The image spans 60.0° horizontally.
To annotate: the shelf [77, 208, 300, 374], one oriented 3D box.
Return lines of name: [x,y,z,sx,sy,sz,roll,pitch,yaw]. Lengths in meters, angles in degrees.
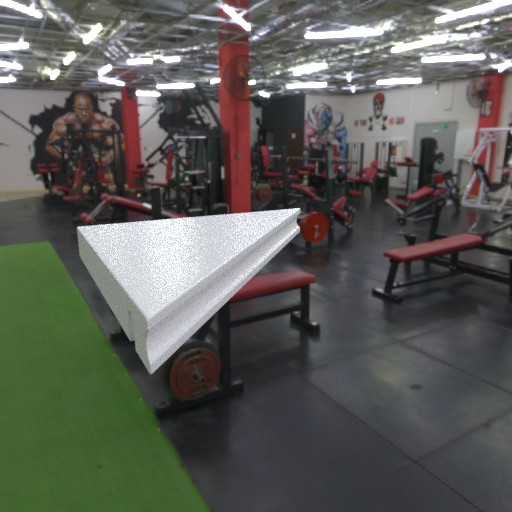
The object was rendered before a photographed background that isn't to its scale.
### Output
shelf: [0.000,0.000,0.439,0.296,0.035,0.296,-8,17,-27]
